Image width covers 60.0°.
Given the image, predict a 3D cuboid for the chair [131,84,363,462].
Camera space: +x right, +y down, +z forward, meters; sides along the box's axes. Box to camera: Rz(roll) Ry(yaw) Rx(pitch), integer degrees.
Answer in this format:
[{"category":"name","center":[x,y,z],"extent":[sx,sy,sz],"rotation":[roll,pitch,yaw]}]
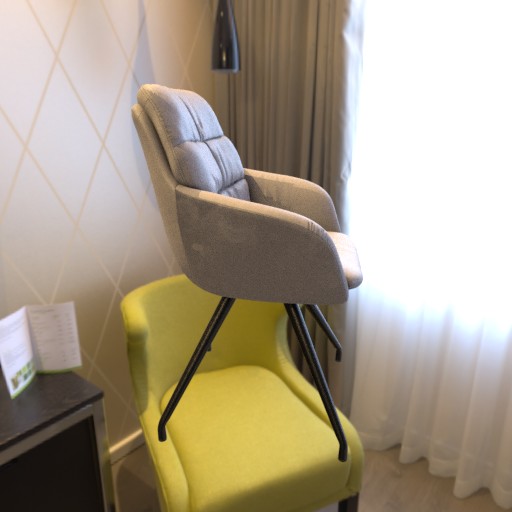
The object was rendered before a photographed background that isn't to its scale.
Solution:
[{"category":"chair","center":[0.000,0.000,1.236],"extent":[0.569,0.888,0.579],"rotation":[3,17,8]}]
